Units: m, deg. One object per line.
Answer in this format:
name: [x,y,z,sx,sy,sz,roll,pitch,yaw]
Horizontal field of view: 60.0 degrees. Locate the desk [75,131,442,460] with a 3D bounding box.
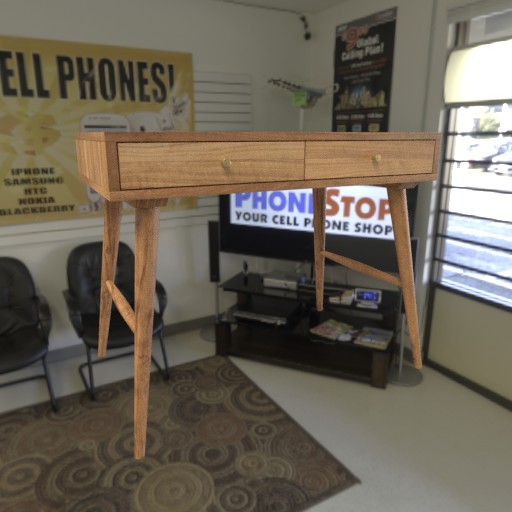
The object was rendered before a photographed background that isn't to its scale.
desk: [0.000,0.000,1.413,0.949,0.758,0.588,-8,17,-26]
